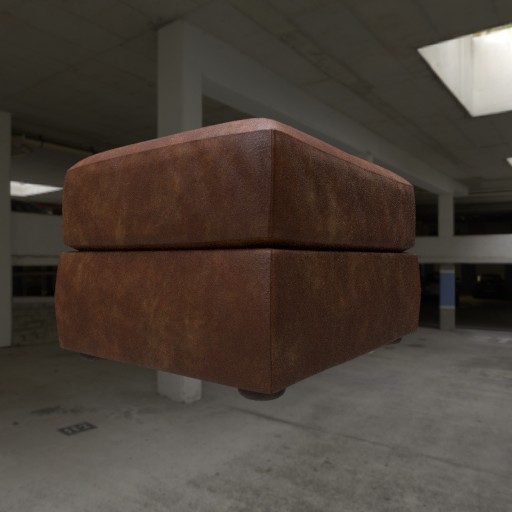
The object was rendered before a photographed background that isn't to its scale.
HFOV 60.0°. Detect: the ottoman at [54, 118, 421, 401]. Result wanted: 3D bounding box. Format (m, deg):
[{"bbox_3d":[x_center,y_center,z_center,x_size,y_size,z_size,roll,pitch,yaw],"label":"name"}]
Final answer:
[{"bbox_3d":[0.000,0.000,1.108,0.603,0.476,0.751,0,0,37],"label":"ottoman"}]
